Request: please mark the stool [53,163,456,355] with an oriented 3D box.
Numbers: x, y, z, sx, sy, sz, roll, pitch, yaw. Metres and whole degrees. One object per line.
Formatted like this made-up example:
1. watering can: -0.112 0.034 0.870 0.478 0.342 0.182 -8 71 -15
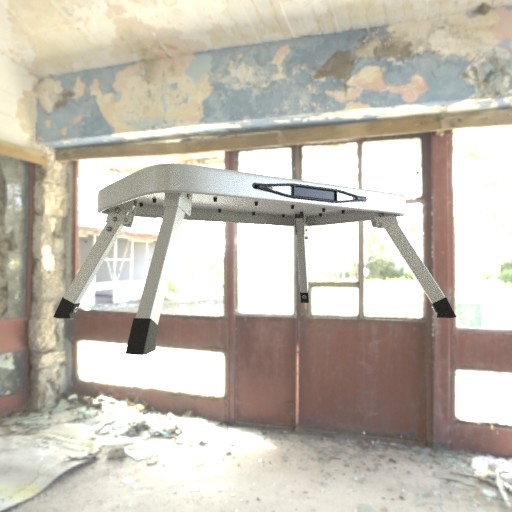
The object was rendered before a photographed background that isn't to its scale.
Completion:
1. stool: 0.000 0.000 0.609 0.460 0.170 0.320 1 -1 -35
